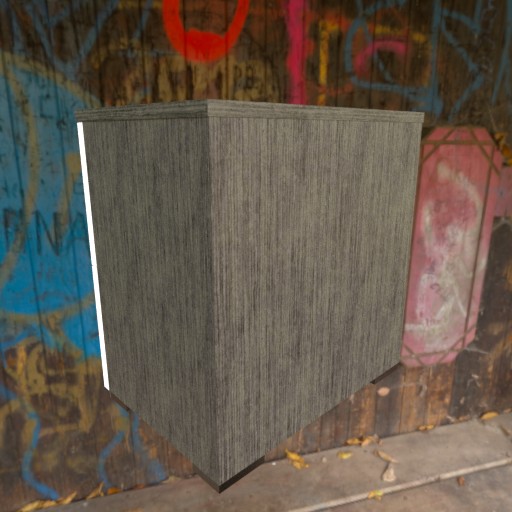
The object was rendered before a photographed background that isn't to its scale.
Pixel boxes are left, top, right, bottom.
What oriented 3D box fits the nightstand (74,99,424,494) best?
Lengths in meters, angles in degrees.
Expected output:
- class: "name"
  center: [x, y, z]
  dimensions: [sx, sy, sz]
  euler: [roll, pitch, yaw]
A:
- class: "nightstand"
  center: [0.000, 0.000, 0.742]
  dimensions: [0.441, 0.460, 0.325]
  euler: [-15, 21, -42]
